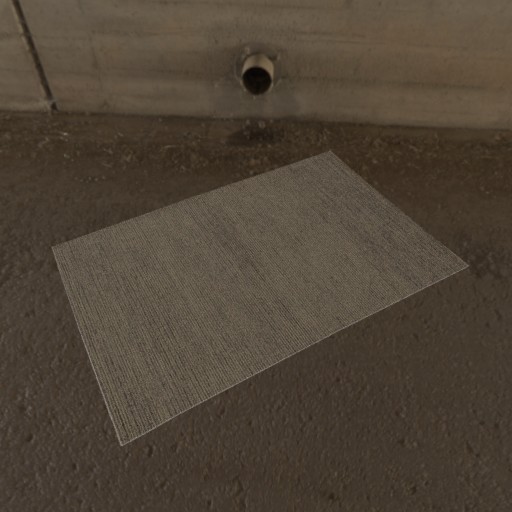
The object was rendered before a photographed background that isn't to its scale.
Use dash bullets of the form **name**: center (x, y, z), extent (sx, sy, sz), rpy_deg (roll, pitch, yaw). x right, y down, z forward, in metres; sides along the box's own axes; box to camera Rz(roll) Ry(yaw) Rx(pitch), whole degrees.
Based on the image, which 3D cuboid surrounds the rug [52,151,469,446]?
- **rug**: center (0.000, 0.000, 2.229), extent (1.773, 0.021, 1.149), rpy_deg (-22, 51, -19)
